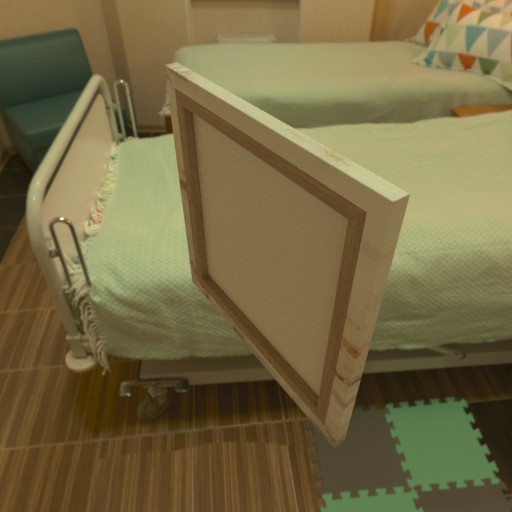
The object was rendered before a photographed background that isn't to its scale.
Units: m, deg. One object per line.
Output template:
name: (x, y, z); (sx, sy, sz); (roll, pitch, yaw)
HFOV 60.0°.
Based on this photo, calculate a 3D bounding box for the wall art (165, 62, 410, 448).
wall art: (0.000, 0.000, 1.134); (0.038, 0.755, 0.753); (-24, 46, -26)
